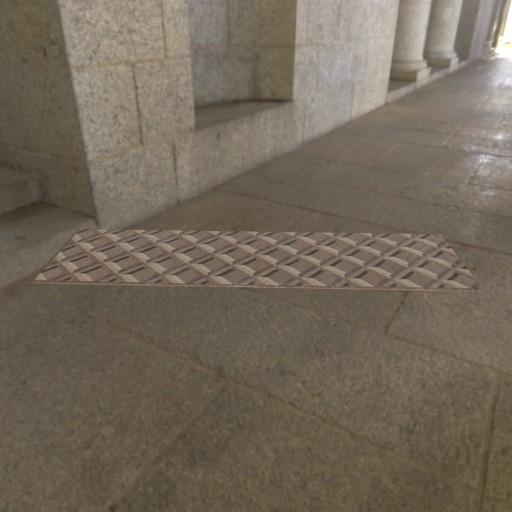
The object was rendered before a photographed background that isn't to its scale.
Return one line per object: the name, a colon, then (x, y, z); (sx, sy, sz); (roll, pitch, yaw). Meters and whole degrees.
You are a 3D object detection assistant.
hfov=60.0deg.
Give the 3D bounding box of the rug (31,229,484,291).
rug: (0.000, 0.000, 2.675); (2.437, 0.013, 0.685); (1, 28, 2)
